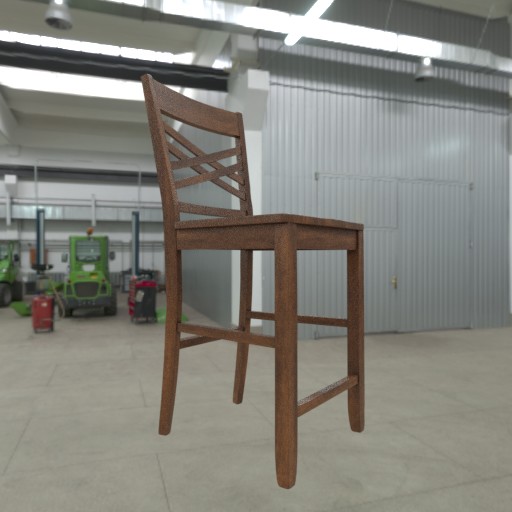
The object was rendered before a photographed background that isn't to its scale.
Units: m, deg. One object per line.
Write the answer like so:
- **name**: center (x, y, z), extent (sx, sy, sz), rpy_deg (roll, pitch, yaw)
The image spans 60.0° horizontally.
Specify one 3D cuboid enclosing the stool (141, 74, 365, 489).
- **stool**: center (0.000, 0.000, 1.353), extent (0.539, 1.079, 0.462), rpy_deg (0, 0, 37)
